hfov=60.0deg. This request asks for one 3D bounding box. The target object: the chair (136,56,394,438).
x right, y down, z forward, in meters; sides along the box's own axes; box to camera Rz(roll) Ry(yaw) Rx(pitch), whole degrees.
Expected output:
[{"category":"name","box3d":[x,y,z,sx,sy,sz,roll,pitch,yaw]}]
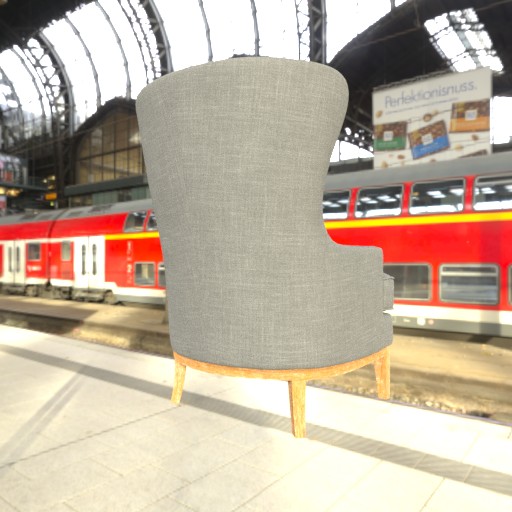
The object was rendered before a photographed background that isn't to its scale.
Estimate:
[{"category":"chair","box3d":[0.000,0.000,1.745,0.864,1.176,0.883,0,0,36]}]
